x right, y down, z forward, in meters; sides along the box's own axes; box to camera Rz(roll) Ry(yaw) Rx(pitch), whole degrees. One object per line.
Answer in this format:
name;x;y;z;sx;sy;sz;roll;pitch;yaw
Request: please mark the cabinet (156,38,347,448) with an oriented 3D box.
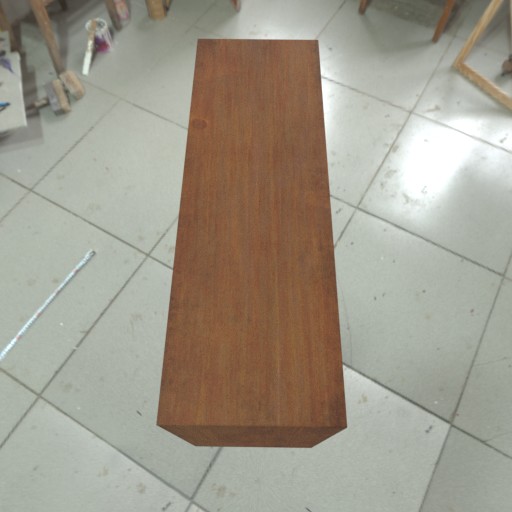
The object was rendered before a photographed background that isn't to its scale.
cabinet;0.000;0.000;1.557;0.403;0.805;1.204;1;63;0
